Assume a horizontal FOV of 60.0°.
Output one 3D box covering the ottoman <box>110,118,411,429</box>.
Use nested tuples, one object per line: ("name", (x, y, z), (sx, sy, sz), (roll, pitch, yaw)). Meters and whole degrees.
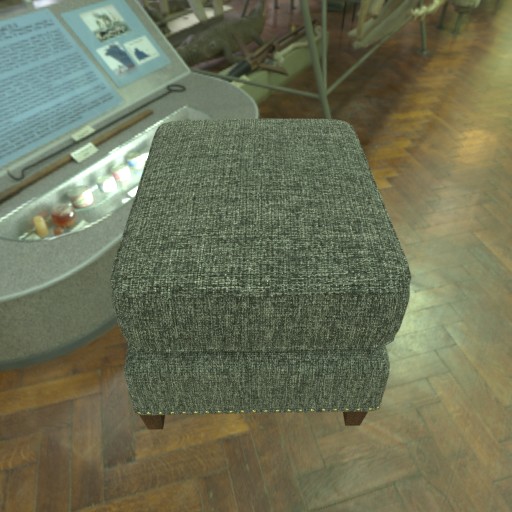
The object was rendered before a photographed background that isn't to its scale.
("ottoman", (0.000, 0.000, 1.186), (0.589, 0.537, 0.738), (-1, 42, -1))
